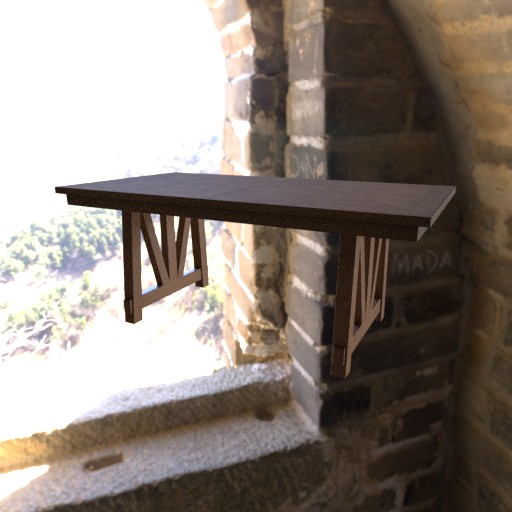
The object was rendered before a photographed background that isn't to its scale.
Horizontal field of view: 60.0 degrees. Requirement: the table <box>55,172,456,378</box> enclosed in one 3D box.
[{"bbox_3d":[0.000,0.000,2.463,1.881,0.768,1.016,8,18,27],"label":"table"}]
